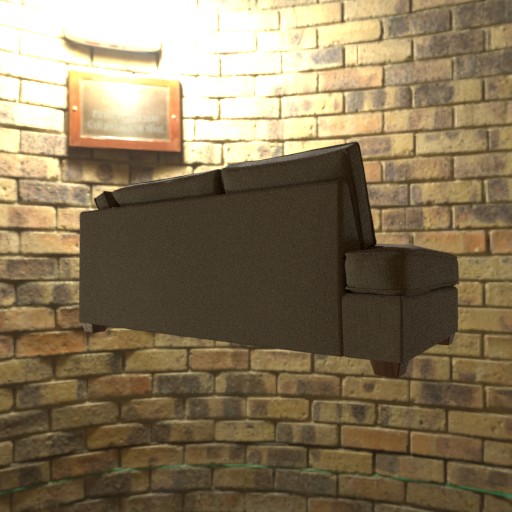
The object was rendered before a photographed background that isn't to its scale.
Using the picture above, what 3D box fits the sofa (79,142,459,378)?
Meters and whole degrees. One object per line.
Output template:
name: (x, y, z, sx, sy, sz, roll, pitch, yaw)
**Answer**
sofa: (0.000, 0.000, 2.829, 2.237, 1.033, 1.110, -1, -1, 36)
